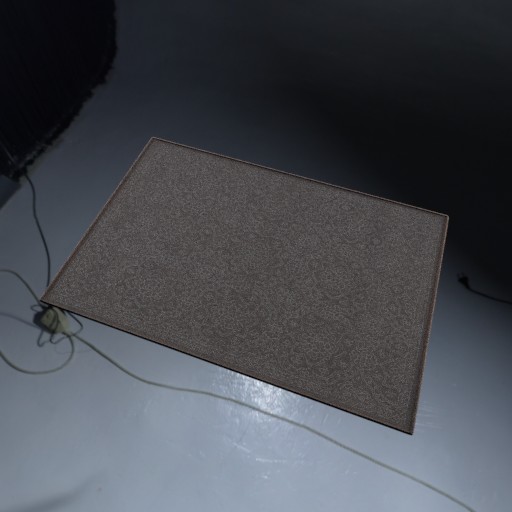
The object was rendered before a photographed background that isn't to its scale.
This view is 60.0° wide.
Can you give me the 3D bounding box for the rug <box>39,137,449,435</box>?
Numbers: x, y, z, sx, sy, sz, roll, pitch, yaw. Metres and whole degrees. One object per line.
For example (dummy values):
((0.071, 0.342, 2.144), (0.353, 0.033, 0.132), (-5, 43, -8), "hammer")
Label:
((0.000, 0.000, 2.889), (2.286, 0.011, 1.524), (17, 59, 10), "rug")
